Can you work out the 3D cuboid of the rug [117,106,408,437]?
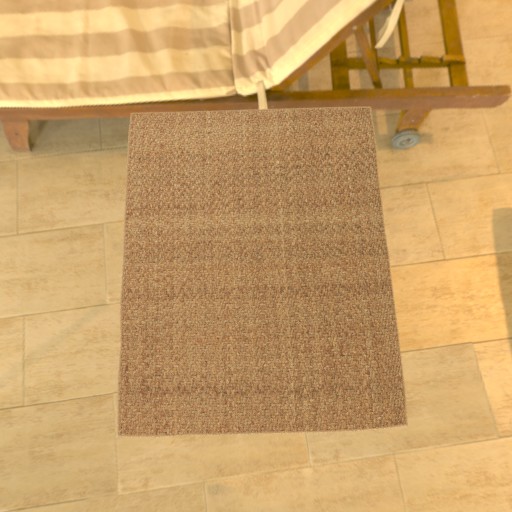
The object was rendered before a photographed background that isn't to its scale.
[{"bbox_3d":[0.000,0.000,4.039,2.439,0.013,3.048,-2,75,-1],"label":"rug"}]
